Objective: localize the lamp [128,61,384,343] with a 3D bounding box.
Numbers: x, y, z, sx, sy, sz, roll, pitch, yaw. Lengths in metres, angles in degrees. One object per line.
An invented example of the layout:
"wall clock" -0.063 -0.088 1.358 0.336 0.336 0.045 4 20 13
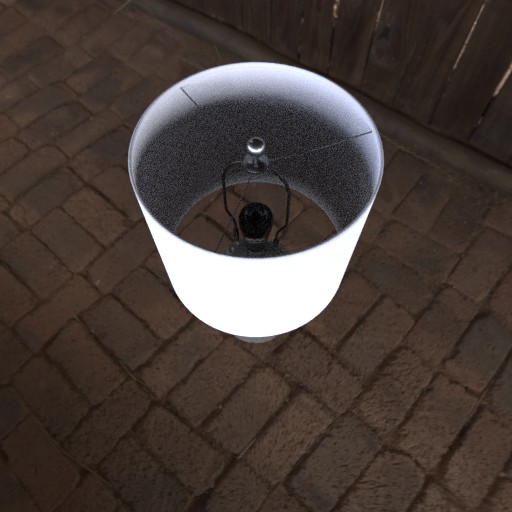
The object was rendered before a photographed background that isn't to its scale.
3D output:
"lamp" 0.000 0.000 0.520 0.203 0.389 0.203 16 63 8
